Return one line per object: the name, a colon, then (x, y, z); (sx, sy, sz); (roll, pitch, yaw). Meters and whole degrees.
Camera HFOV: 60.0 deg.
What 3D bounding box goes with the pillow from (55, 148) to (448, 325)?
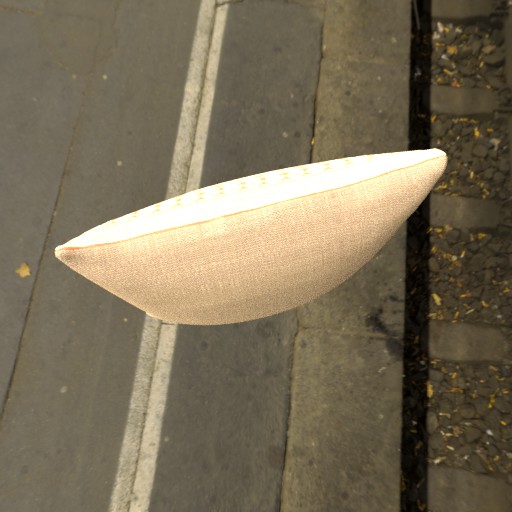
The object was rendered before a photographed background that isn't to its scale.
pillow: (0.000, 0.000, 0.797); (0.521, 0.519, 0.215); (-15, 75, -4)
